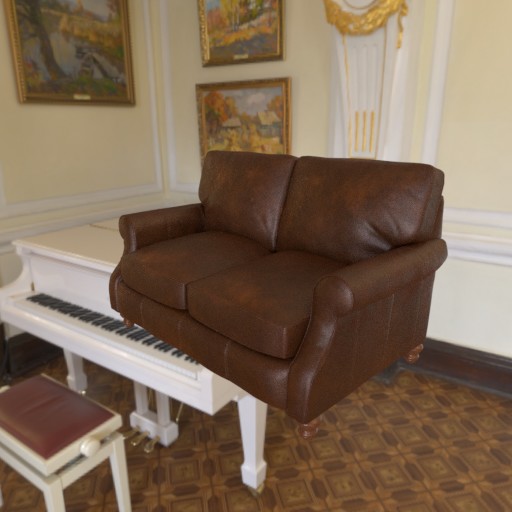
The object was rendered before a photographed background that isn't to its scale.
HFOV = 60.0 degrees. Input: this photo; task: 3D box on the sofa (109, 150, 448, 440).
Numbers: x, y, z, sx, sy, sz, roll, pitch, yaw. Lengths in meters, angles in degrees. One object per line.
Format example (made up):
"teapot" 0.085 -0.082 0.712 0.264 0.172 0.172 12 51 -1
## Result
"sofa" 0.000 0.000 2.247 0.990 0.976 1.616 -15 22 -42
